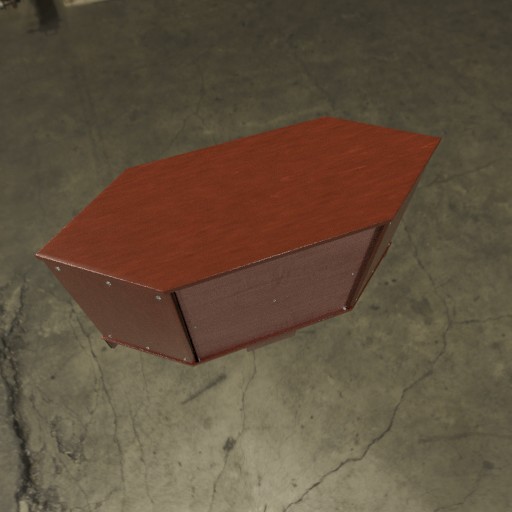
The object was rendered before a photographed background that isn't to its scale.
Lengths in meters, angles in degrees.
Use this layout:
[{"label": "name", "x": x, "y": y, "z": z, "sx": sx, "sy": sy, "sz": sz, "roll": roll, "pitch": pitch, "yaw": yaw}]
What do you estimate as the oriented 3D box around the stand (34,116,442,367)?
[{"label": "stand", "x": 0.000, "y": 0.000, "z": 1.361, "sx": 1.072, "sy": 0.614, "sz": 0.381, "roll": -18, "pitch": 60, "yaw": -10}]
